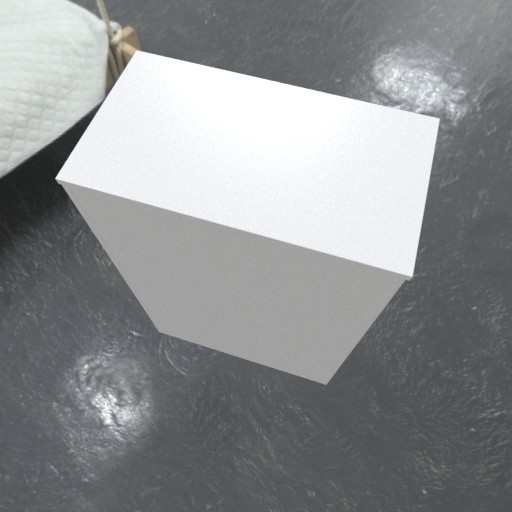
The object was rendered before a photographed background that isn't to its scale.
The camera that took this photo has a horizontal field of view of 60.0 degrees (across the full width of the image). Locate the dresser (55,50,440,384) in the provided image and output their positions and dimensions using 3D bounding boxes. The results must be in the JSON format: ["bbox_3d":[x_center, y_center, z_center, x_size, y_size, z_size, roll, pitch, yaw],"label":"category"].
[{"bbox_3d":[0.000,0.000,1.367,0.704,1.021,0.401,16,64,8],"label":"dresser"}]
